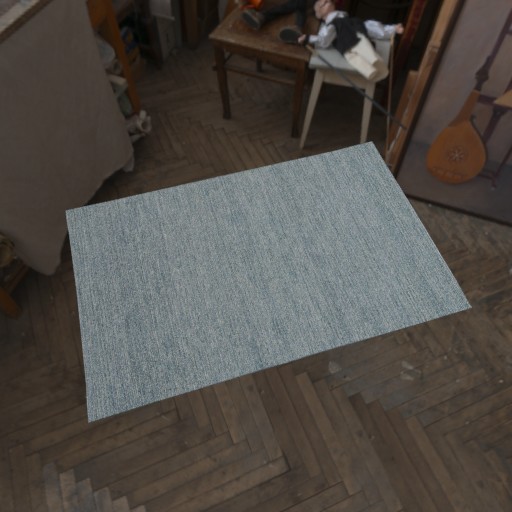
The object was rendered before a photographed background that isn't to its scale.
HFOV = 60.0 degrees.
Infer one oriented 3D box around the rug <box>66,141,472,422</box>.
[{"bbox_3d":[0.000,0.000,2.303,1.853,0.022,1.174,-14,60,-9],"label":"rug"}]
